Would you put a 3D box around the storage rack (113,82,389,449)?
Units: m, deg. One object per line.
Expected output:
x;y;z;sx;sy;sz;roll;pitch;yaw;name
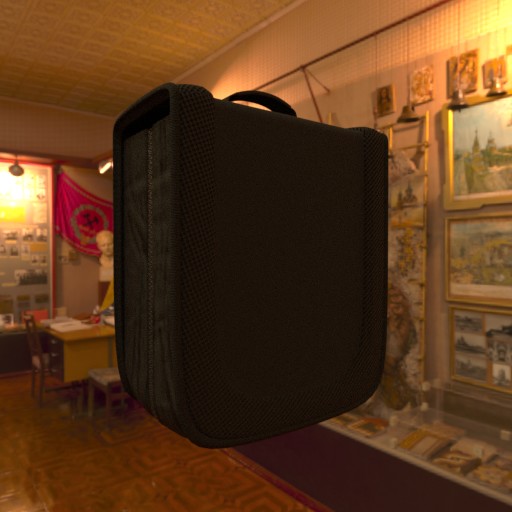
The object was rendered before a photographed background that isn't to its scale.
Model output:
0.000;0.000;0.539;0.297;0.387;0.168;-1;1;-36;storage rack
